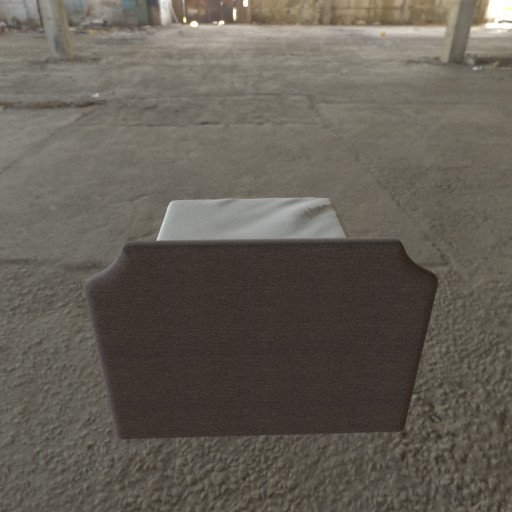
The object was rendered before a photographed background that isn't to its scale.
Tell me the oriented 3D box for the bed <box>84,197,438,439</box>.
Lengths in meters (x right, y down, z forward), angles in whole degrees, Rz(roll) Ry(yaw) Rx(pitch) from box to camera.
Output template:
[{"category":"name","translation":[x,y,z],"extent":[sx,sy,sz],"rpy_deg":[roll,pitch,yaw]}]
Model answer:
[{"category":"bed","translation":[0.000,0.000,3.202],"extent":[1.693,1.290,2.116],"rpy_deg":[-1,30,-2]}]
